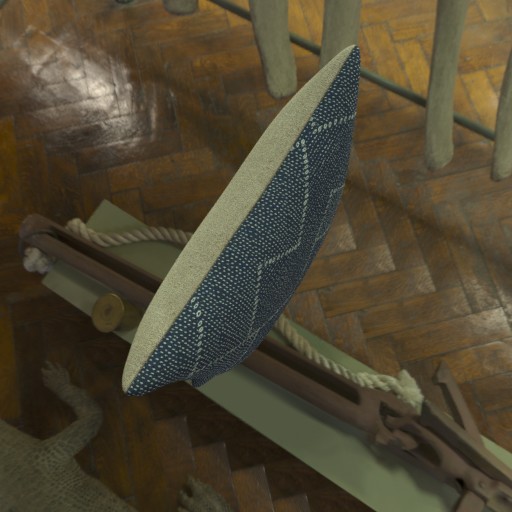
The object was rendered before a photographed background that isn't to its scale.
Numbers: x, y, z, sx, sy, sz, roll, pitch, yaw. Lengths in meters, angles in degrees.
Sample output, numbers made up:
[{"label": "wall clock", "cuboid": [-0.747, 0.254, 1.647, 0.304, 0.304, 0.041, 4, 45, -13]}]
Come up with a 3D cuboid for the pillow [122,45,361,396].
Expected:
[{"label": "pillow", "cuboid": [0.000, 0.000, 0.640, 0.148, 0.428, 0.435, 31, 77, 8]}]
